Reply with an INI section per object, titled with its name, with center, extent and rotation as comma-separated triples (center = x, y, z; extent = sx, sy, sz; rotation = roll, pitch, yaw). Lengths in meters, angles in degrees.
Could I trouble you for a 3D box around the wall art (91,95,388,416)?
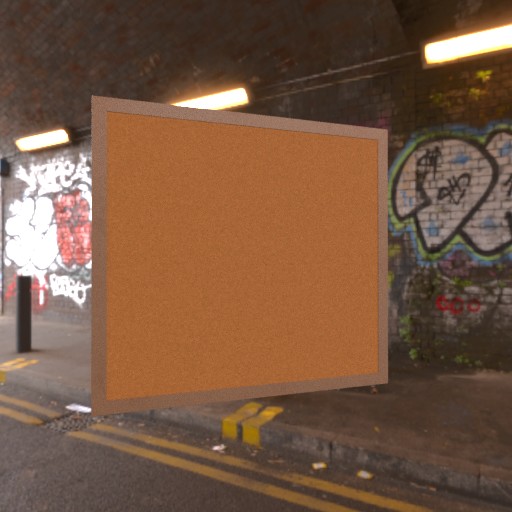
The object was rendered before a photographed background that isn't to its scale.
[wall art]
center = 0.000, 0.000, 1.680
extent = 1.168, 1.067, 0.025
rotation = 0, 0, -20
